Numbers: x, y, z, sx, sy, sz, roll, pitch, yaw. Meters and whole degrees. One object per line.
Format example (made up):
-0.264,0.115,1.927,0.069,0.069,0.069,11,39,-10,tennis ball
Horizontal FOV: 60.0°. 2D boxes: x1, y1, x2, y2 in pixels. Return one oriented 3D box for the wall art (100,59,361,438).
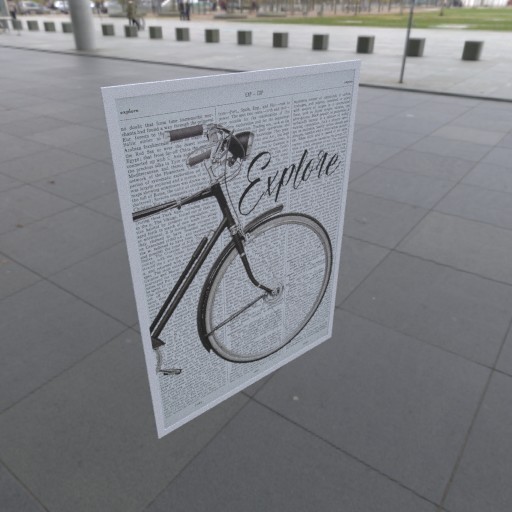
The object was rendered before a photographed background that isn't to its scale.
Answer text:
0.000,0.000,0.785,0.457,0.610,0.003,-22,36,-33,wall art
